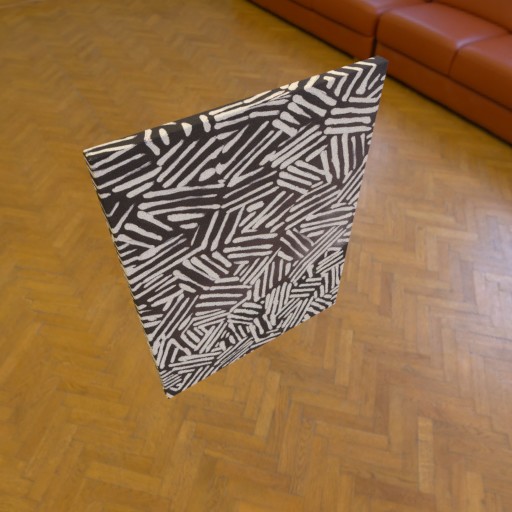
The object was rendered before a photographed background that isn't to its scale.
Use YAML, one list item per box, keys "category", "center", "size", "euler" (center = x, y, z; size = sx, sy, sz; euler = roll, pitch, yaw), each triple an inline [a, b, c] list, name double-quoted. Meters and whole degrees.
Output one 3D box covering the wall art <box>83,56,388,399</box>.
- category: "wall art"
  center: [0.000, 0.000, 1.346]
  size: [0.765, 1.017, 0.038]
  euler: [-26, 53, -22]
